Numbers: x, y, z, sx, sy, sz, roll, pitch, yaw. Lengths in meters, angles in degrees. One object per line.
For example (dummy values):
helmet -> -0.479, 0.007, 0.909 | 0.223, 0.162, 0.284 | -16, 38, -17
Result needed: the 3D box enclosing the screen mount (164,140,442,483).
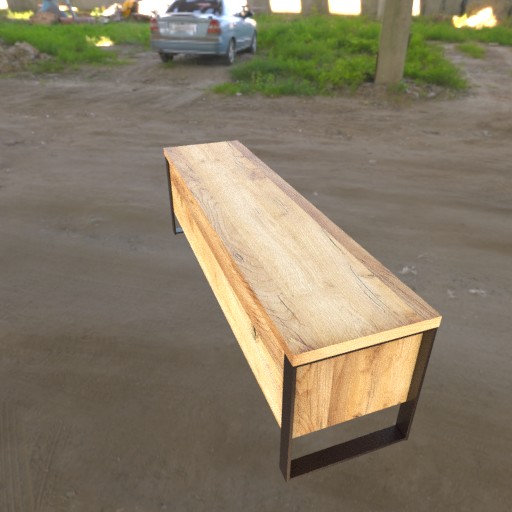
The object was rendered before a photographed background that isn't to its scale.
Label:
screen mount -> 0.000, 0.000, 1.708 | 0.395, 0.450, 1.524 | -11, 32, -17
